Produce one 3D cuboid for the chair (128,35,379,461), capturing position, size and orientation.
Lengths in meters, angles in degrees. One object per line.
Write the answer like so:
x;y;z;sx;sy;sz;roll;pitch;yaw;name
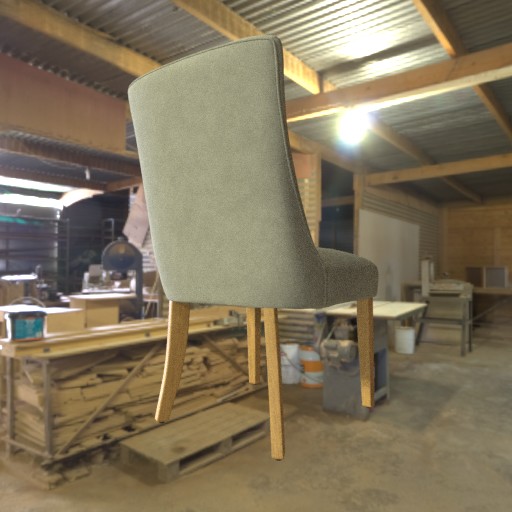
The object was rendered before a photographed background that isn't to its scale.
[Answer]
0.000;0.000;1.231;0.495;0.902;0.610;-1;-1;36;chair
